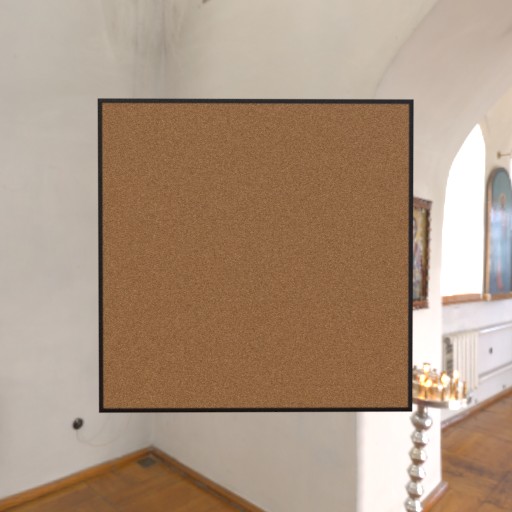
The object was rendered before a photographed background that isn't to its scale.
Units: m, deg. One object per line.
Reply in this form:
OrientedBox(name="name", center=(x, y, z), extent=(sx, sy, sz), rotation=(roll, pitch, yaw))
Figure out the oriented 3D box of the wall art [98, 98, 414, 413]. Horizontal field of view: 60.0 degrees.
OrientedBox(name="wall art", center=(0.000, 0.000, 0.446), extent=(0.304, 0.303, 0.037), rotation=(0, 1, -1))
